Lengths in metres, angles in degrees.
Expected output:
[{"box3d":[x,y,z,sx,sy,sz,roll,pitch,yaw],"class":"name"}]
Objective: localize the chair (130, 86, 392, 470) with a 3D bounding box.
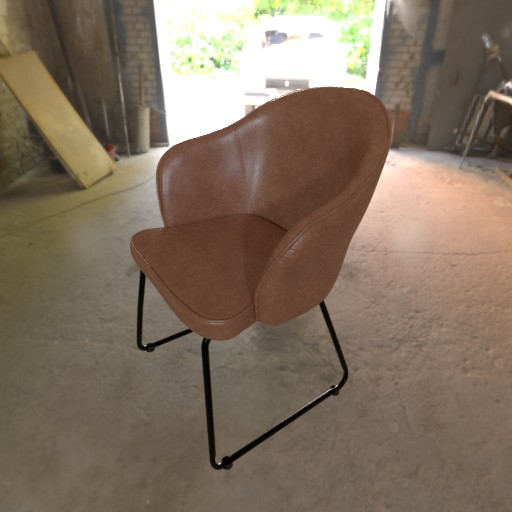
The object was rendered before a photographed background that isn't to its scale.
[{"box3d":[0.000,0.000,1.165,0.580,0.785,0.582,-19,36,-29],"class":"chair"}]
